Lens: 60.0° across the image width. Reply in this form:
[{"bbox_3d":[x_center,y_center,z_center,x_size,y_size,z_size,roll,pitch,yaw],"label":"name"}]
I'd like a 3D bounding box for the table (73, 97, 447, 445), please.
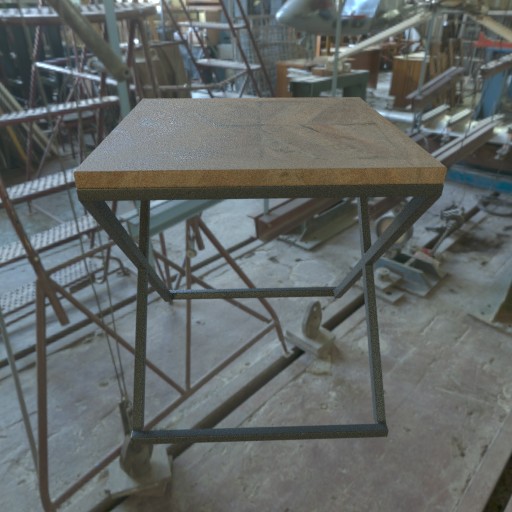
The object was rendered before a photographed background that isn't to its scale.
[{"bbox_3d":[0.000,0.000,0.937,0.499,0.550,0.498,-1,30,-2],"label":"table"}]
